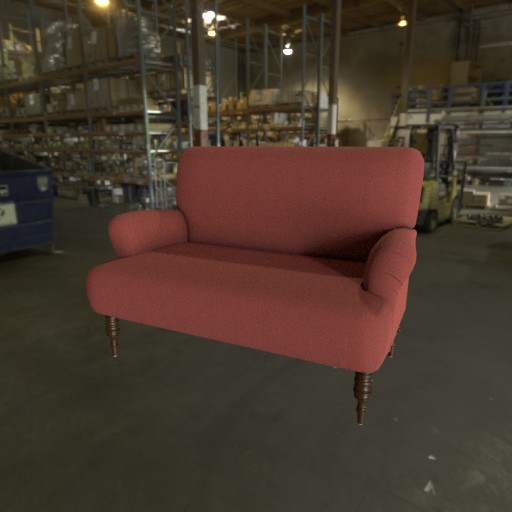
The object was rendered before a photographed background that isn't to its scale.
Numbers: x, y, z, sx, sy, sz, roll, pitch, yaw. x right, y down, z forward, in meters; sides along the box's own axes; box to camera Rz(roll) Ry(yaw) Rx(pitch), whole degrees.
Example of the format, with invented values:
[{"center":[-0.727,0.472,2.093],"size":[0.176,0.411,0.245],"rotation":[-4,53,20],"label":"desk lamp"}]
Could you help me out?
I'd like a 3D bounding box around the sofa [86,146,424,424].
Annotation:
[{"center":[0.000,0.000,1.859],"size":[1.297,0.889,0.779],"rotation":[7,16,26],"label":"sofa"}]
